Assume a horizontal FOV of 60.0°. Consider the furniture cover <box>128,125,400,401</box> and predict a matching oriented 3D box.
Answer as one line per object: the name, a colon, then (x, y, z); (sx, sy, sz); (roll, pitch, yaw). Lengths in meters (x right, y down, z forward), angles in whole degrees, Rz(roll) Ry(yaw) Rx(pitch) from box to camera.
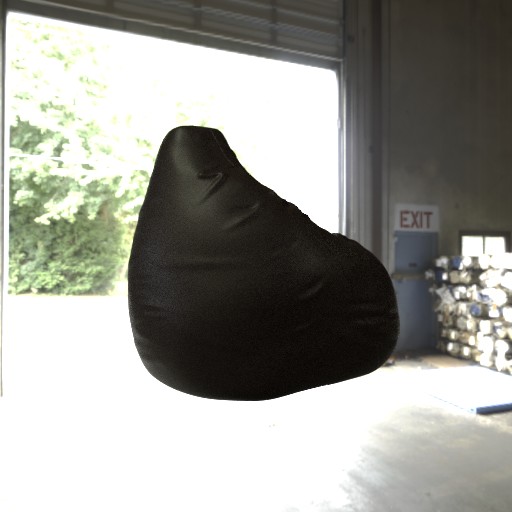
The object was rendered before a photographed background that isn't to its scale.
furniture cover: (0.000, 0.000, 1.920); (1.070, 0.990, 1.070); (0, 0, -36)
